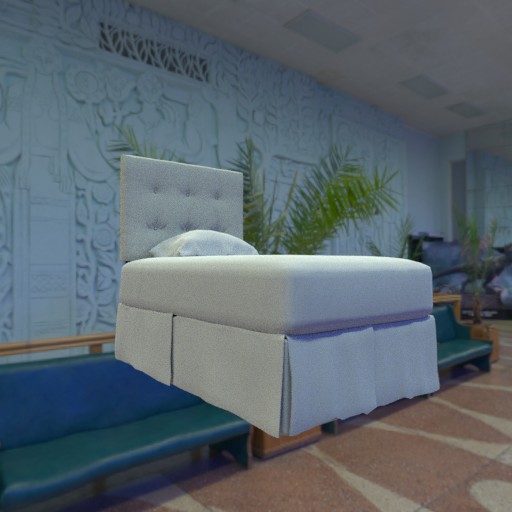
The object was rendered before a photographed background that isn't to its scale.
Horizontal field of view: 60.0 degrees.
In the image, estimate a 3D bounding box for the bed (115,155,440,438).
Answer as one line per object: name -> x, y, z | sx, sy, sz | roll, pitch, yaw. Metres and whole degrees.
bed -> 0.000, 0.000, 2.988 | 1.261, 1.571, 1.997 | 1, -1, -38
